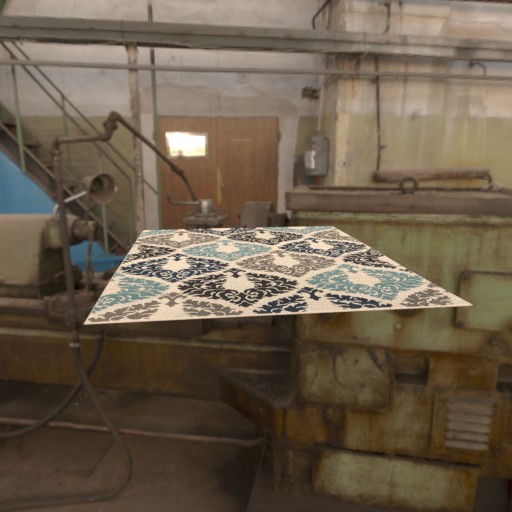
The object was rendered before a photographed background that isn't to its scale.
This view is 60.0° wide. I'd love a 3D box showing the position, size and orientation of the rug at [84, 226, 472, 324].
[{"bbox_3d":[0.000,0.000,4.166,2.423,0.014,3.040,-2,14,-7],"label":"rug"}]
